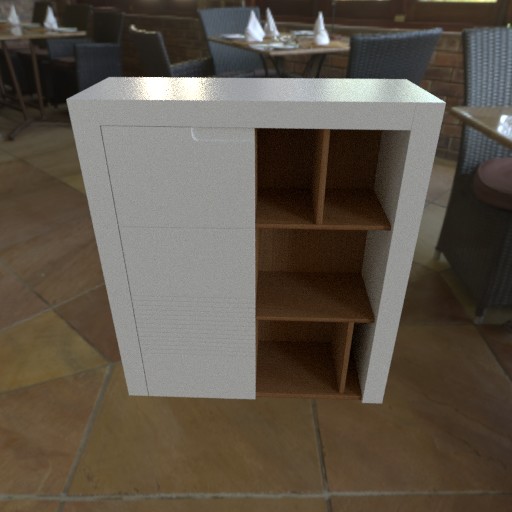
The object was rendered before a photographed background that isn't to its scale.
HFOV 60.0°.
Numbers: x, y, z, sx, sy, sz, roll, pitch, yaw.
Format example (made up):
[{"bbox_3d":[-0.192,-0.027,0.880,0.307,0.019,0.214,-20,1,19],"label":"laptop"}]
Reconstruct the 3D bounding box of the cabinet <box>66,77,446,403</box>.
[{"bbox_3d":[0.000,0.000,1.598,0.990,1.150,0.348,1,31,2],"label":"cabinet"}]
